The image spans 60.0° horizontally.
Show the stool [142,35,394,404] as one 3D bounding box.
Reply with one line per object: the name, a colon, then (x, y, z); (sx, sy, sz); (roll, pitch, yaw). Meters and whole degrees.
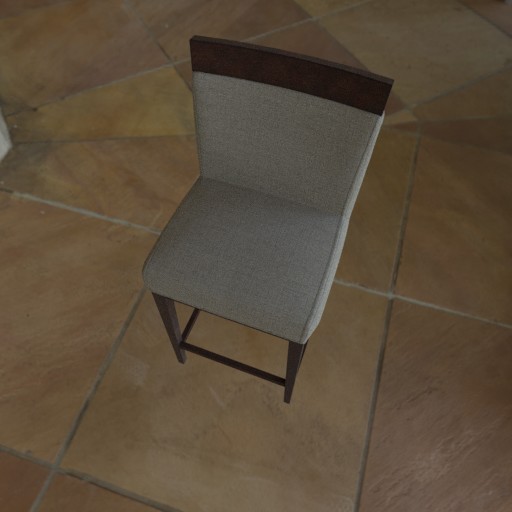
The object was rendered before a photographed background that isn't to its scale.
stool: (0.000, 0.000, 1.417); (0.511, 1.117, 0.531); (18, 59, 11)
